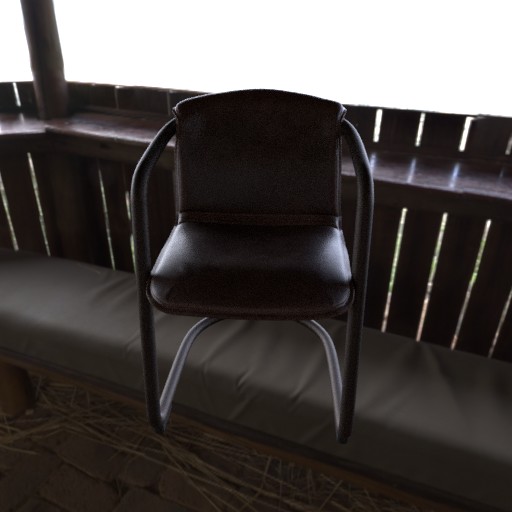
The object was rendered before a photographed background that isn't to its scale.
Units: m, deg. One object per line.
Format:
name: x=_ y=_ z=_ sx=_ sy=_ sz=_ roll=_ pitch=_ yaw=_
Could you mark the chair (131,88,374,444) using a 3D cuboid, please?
chair: x=0.000 y=0.000 z=1.246 sx=0.536 sy=0.836 sz=0.664 roll=2 pitch=27 yaw=3
